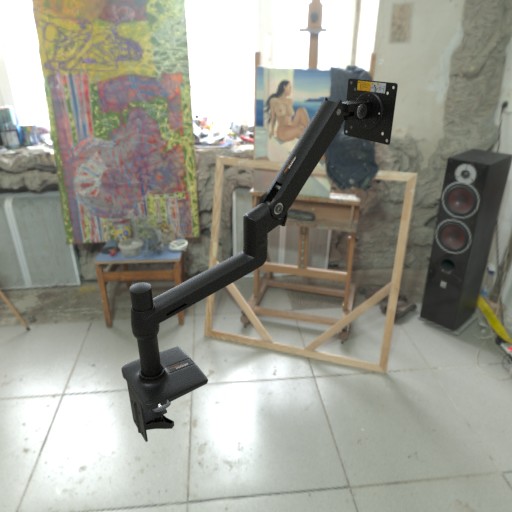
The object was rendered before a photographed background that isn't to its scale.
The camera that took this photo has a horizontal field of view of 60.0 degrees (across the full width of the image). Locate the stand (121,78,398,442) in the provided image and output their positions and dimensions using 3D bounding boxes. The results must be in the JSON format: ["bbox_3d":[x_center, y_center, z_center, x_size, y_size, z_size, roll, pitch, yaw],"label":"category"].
[{"bbox_3d":[0.000,0.000,1.010,0.650,0.713,0.152,-18,32,-31],"label":"stand"}]
